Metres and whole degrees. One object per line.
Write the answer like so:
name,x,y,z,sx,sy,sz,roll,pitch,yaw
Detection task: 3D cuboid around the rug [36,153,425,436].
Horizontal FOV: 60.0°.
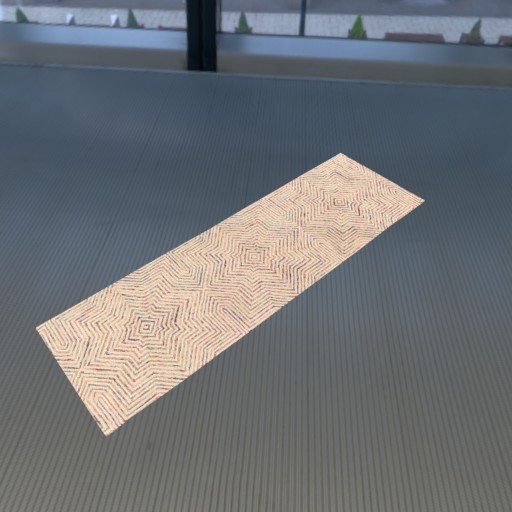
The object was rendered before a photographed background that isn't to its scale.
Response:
rug,0.000,0.000,2.703,2.443,0.009,0.771,-33,55,-27
